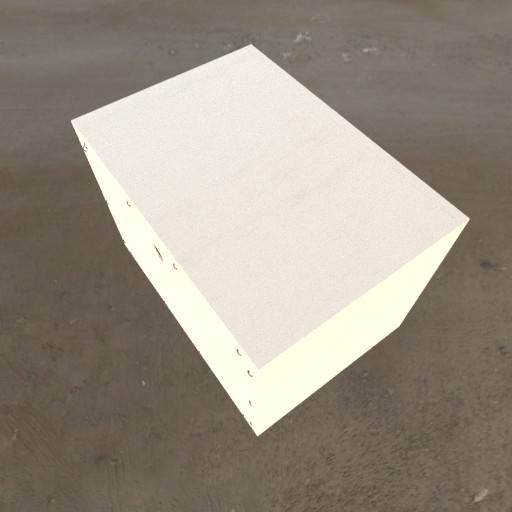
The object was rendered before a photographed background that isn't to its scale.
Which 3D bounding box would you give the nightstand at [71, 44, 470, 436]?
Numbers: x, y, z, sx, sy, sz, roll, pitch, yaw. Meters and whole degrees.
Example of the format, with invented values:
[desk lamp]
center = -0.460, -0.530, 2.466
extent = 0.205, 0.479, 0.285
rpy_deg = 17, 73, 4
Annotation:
[nightstand]
center = 0.000, 0.000, 1.048
extent = 0.447, 0.604, 0.614
rpy_deg = -32, 62, -19
